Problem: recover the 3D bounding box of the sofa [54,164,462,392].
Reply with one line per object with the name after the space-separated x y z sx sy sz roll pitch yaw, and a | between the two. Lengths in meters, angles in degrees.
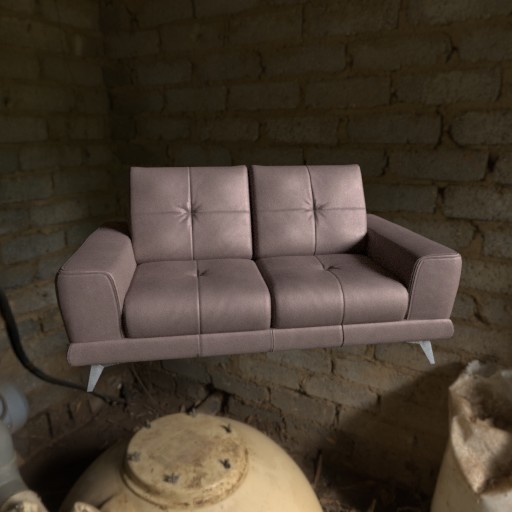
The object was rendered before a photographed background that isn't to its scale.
0.000 0.000 2.367 1.806 0.907 1.018 -2 16 -8 | sofa
